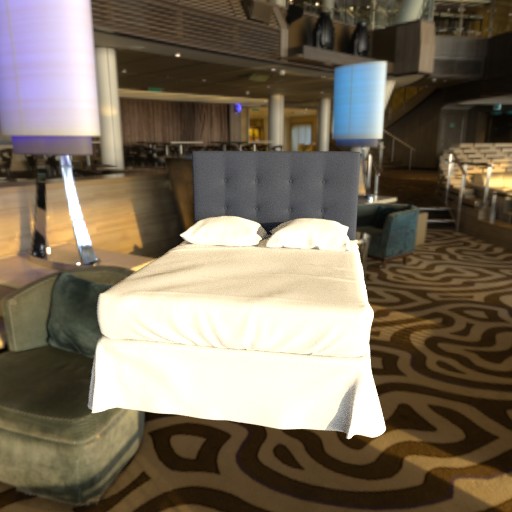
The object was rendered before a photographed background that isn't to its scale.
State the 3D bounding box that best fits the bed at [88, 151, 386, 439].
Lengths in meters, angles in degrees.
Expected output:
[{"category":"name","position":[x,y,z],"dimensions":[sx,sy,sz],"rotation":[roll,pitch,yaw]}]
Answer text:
[{"category":"bed","position":[0.000,0.000,3.493],"dimensions":[1.936,1.577,2.222],"rotation":[3,14,10]}]
